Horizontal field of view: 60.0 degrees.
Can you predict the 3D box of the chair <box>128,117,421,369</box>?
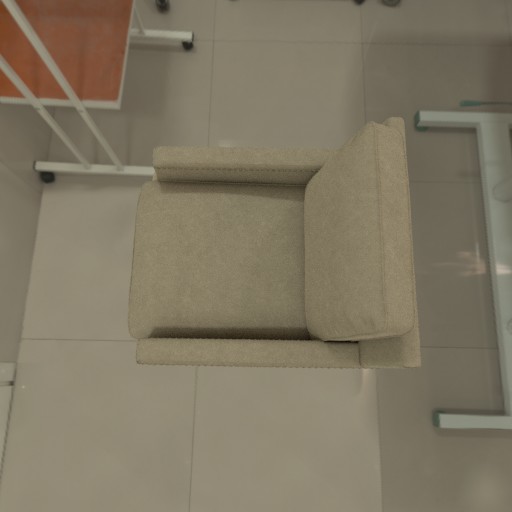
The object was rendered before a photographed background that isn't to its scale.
[{"bbox_3d":[0.000,0.000,1.751,1.014,0.943,0.853,1,76,0],"label":"chair"}]
